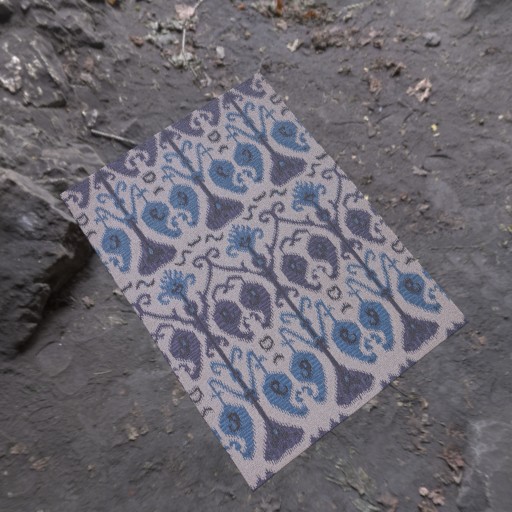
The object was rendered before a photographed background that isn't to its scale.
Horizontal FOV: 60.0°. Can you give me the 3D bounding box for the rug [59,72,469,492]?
[{"bbox_3d":[0.000,0.000,2.894,1.676,0.013,2.261,-35,78,-9],"label":"rug"}]
